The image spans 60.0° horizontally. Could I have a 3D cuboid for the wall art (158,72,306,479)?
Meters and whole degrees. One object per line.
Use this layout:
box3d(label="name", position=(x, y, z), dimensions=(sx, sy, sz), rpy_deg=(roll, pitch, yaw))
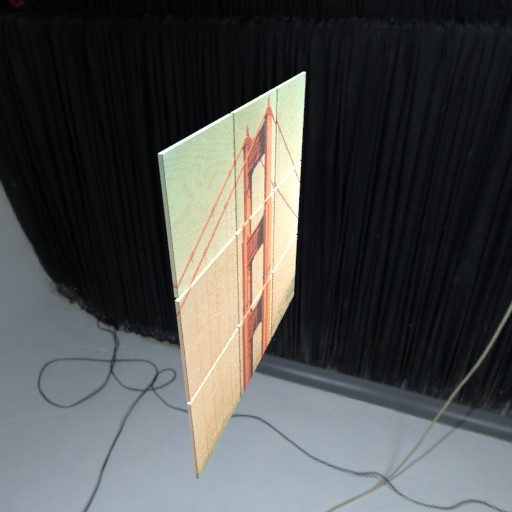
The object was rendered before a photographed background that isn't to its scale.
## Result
box3d(label="wall art", position=(0.000, 0.000, 1.793), dimensions=(0.013, 1.219, 1.214), rpy_deg=(11, 33, 18))
